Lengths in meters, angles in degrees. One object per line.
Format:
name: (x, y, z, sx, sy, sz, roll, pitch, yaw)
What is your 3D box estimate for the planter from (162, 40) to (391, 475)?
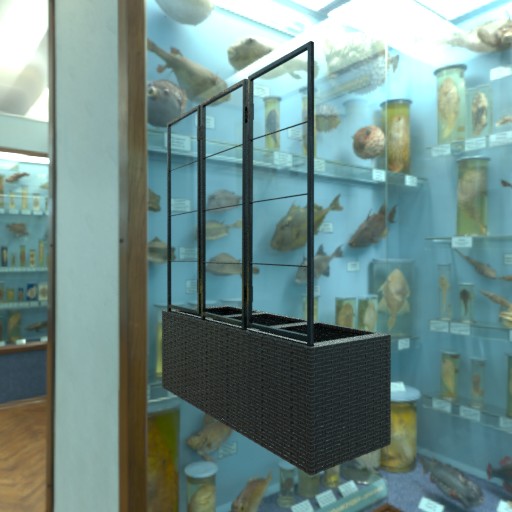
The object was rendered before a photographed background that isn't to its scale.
planter: (0.000, 0.000, 1.198, 0.244, 0.841, 0.699, 0, 0, -36)
